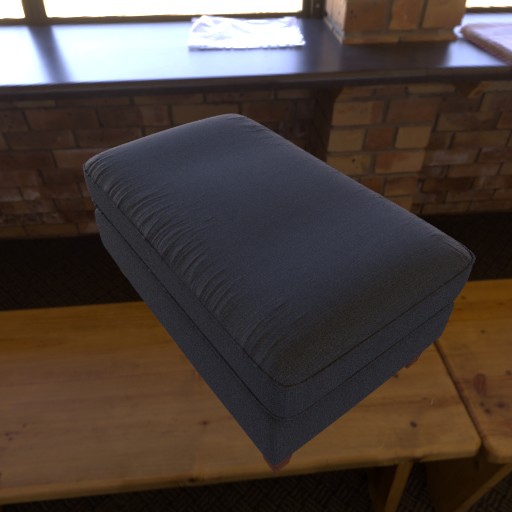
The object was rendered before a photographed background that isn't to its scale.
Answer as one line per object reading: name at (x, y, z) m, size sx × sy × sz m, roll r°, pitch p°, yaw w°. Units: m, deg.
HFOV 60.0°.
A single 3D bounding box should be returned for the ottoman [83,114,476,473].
ottoman at (0.000, 0.000, 1.172) m, size 0.570 × 0.438 × 0.885 m, roll -27°, pitch 48°, yaw -27°
